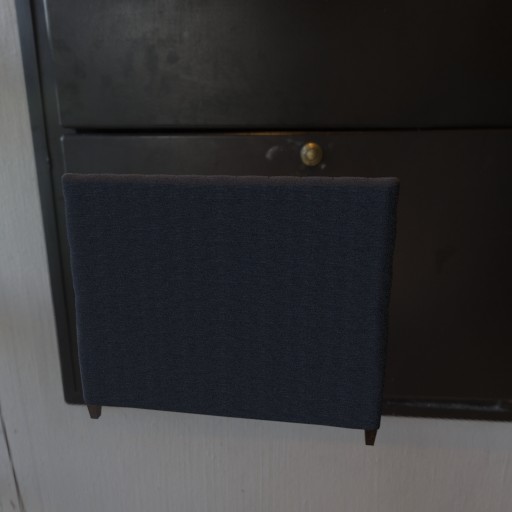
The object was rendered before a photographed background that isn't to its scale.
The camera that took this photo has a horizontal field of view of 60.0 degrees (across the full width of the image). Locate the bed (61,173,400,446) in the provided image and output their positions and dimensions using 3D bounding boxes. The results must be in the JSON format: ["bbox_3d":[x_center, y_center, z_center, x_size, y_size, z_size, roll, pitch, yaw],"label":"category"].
[{"bbox_3d":[0.000,0.000,3.429,1.698,1.427,2.387,2,15,8],"label":"bed"}]
